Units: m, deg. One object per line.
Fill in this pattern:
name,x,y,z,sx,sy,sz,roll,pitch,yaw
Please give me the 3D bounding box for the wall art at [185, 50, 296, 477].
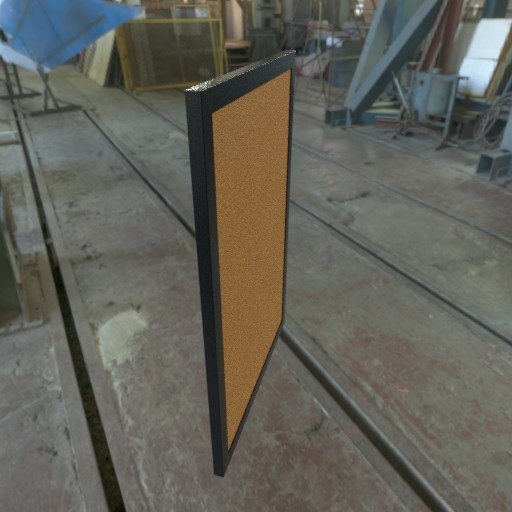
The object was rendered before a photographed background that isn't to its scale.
wall art,0.000,0.000,0.822,0.019,0.656,0.462,9,31,15
